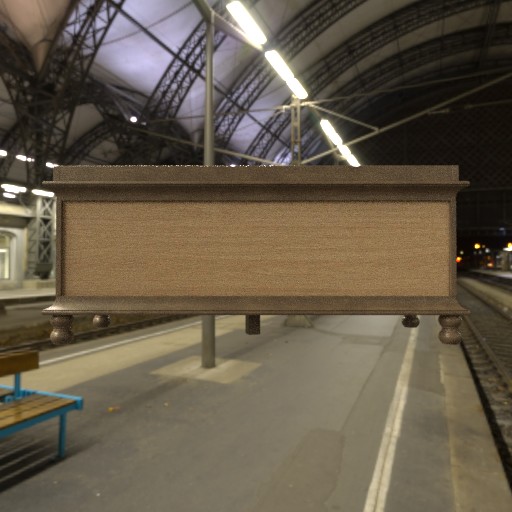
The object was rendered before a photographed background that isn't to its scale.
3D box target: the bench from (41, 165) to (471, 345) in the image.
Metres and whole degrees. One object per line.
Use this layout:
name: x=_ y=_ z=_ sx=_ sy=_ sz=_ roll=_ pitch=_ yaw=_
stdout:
bench: x=0.000 y=0.000 z=1.425 sx=1.185 sy=0.501 sz=0.402 roll=0 pitch=-1 yaw=0
